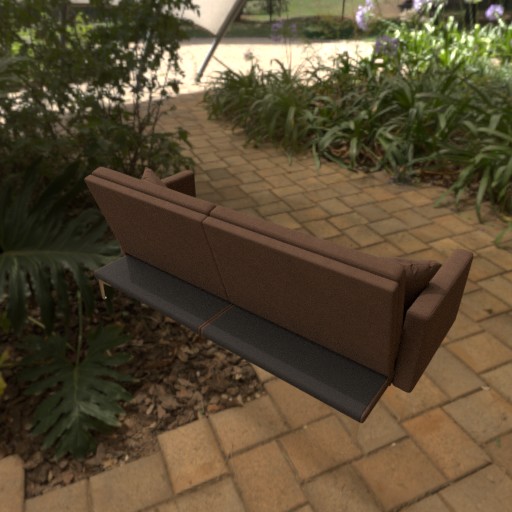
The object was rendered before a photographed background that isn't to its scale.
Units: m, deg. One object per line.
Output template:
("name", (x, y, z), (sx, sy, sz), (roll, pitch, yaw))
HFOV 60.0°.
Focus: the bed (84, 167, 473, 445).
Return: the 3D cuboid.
("bed", (0.000, 0.000, 2.342), (1.905, 0.787, 0.889), (21, 36, 32))
